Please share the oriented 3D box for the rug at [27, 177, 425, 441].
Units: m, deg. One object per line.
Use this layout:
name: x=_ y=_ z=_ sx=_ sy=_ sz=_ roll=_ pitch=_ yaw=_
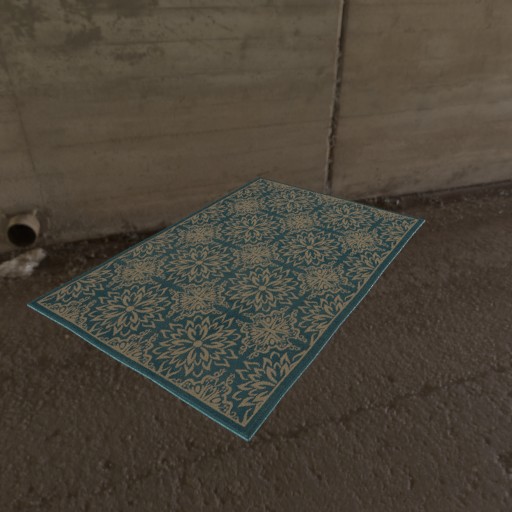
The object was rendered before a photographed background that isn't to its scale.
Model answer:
rug: x=0.000 y=0.000 z=2.318 sx=1.211 sy=0.012 sz=1.833 roll=20 pitch=37 yaw=29
